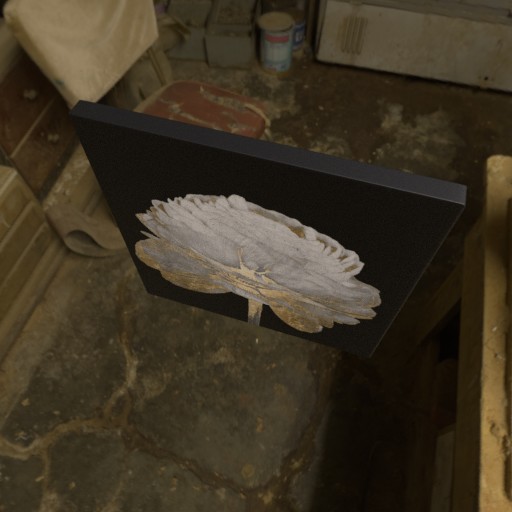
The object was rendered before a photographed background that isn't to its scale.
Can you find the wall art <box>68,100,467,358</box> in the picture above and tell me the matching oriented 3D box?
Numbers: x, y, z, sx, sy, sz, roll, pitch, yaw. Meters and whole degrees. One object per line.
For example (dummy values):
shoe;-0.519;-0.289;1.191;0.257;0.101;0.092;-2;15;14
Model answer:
wall art;0.000;0.000;0.915;0.610;0.611;0.043;15;59;9
